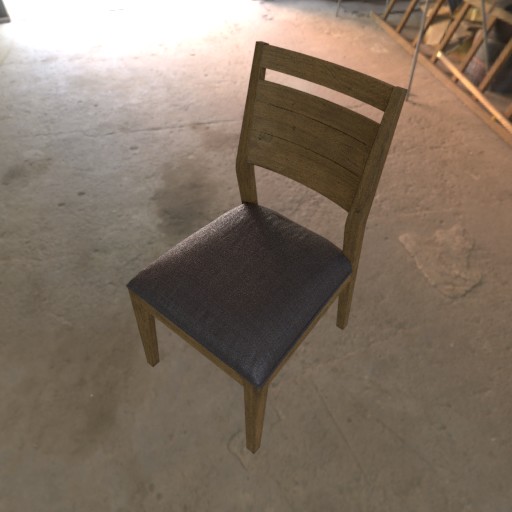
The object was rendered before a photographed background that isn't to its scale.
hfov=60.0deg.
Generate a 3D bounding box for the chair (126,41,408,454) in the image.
[{"bbox_3d":[0.000,0.000,1.278,0.501,0.939,0.610,31,54,26],"label":"chair"}]
